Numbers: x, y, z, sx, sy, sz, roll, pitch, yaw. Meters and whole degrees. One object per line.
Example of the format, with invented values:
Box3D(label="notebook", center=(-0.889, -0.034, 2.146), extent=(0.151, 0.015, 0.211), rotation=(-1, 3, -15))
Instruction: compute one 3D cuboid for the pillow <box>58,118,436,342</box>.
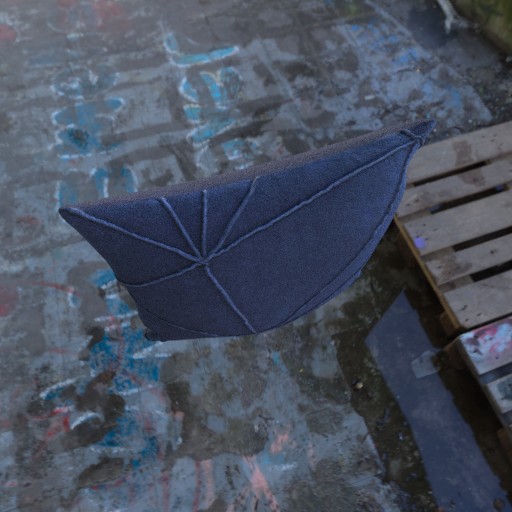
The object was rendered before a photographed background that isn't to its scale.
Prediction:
Box3D(label="pillow", center=(0.000, 0.000, 0.667), extent=(0.439, 0.440, 0.183), rotation=(-16, 64, -8))
